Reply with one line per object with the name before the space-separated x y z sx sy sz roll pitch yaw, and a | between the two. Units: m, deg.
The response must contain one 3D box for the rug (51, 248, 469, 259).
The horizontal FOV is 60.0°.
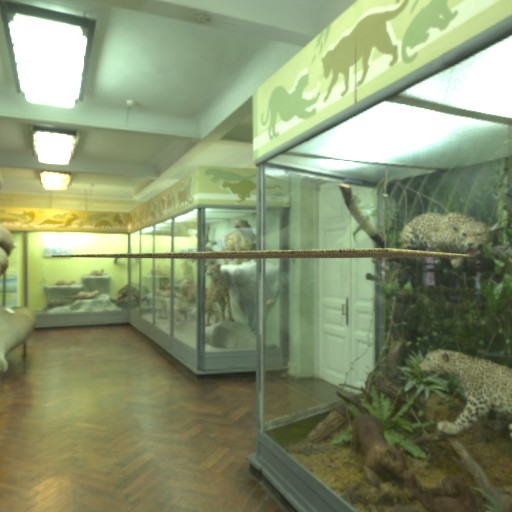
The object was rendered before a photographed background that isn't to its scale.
rug | 0.000 0.000 2.346 1.846 0.014 1.243 -1 -1 36
